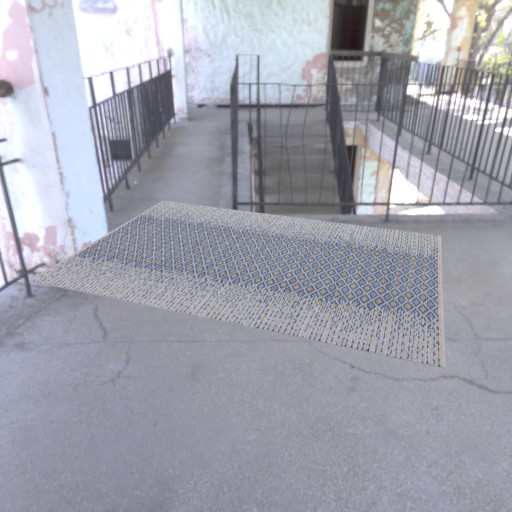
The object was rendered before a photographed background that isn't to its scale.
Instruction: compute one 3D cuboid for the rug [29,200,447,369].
[{"bbox_3d":[0.000,0.000,2.315,1.828,0.005,1.219,9,27,18],"label":"rug"}]
